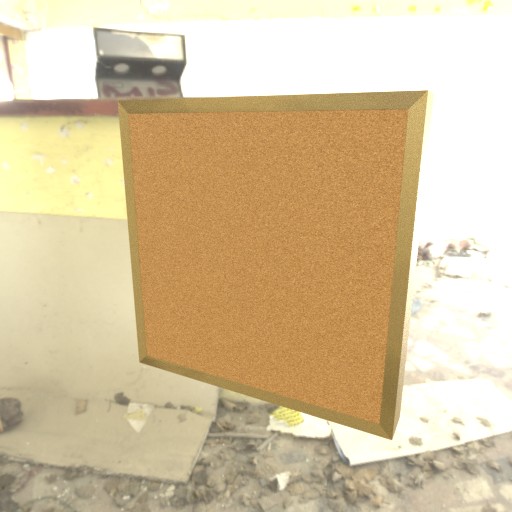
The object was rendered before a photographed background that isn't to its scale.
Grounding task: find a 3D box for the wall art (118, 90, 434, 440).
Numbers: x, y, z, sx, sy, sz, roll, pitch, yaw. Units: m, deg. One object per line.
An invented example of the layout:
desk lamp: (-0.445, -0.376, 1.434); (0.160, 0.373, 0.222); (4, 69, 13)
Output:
wall art: (0.000, 0.000, 0.451); (0.304, 0.305, 0.038); (8, 18, 26)
